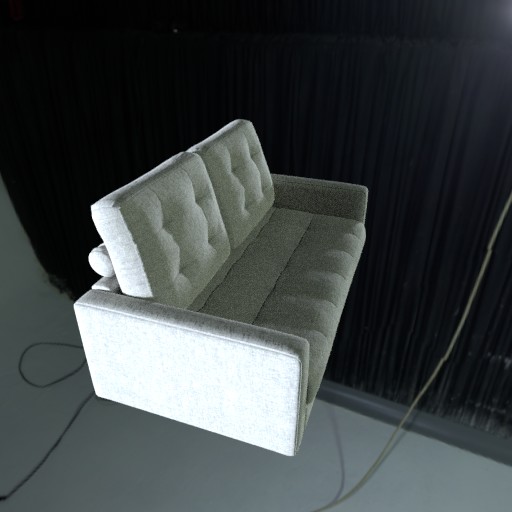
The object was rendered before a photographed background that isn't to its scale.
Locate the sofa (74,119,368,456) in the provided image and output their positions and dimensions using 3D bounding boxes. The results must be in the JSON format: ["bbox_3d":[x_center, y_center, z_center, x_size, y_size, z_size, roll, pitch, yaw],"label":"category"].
[{"bbox_3d":[0.000,0.000,1.963,0.842,0.907,1.407,10,32,17],"label":"sofa"}]
